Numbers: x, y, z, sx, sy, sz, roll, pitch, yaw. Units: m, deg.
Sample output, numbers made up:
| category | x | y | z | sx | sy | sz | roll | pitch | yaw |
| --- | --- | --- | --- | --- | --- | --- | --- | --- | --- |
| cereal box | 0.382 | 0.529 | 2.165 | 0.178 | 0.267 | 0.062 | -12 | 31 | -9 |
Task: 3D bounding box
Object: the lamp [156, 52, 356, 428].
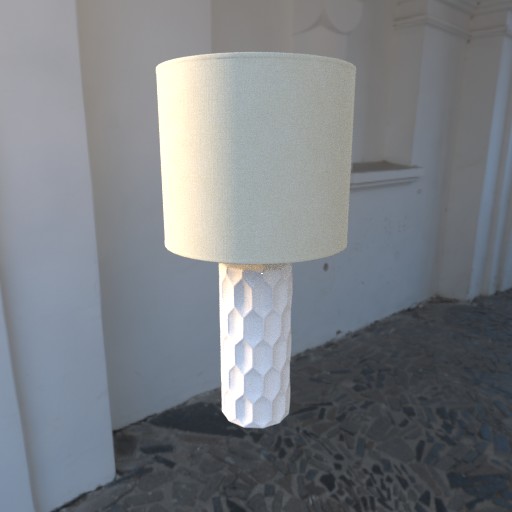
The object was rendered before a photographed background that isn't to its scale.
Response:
| category | x | y | z | sx | sy | sz | roll | pitch | yaw |
| --- | --- | --- | --- | --- | --- | --- | --- | --- | --- |
| lamp | 0.000 | 0.000 | 0.691 | 0.277 | 0.537 | 0.277 | -7 | 16 | -26 |
